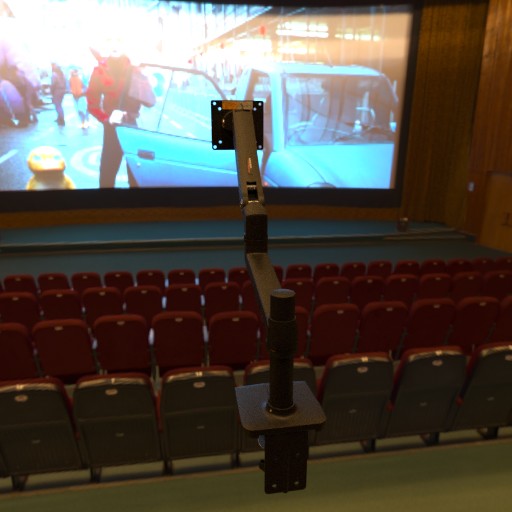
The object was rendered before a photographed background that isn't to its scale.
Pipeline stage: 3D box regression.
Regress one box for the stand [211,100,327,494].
[{"bbox_3d":[0.000,0.000,1.008,0.152,0.713,0.650,-3,16,-9],"label":"stand"}]
